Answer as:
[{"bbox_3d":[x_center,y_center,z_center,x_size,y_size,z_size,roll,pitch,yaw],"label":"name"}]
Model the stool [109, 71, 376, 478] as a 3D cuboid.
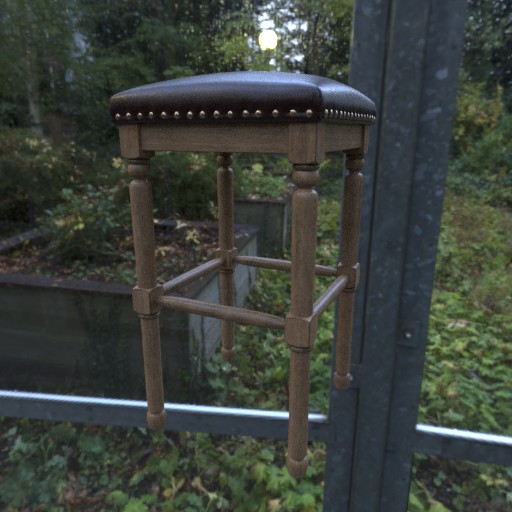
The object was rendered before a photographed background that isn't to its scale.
[{"bbox_3d":[0.000,0.000,0.917,0.382,0.702,0.383,7,17,24],"label":"stool"}]
